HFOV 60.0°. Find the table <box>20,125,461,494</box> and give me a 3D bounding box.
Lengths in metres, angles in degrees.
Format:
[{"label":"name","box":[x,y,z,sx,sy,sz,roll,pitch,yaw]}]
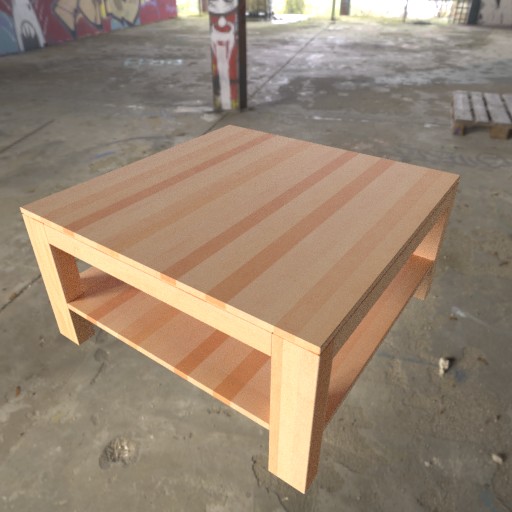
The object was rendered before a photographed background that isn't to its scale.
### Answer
[{"label":"table","box":[0.000,0.000,1.389,0.900,0.450,0.900,21,39,29]}]
